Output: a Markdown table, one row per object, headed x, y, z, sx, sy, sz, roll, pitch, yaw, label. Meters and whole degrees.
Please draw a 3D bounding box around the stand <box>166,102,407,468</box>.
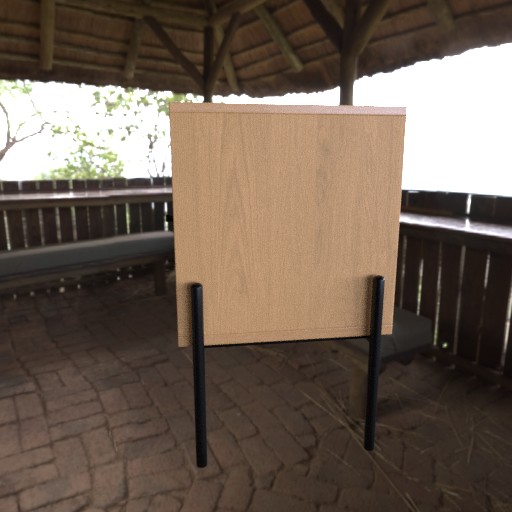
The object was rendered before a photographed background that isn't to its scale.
| x | y | z | sx | sy | sz | roll | pitch | yaw | label |
| --- | --- | --- | --- | --- | --- | --- | --- | --- | --- |
| 0.000 | 0.000 | 1.021 | 0.400 | 0.600 | 0.630 | -2 | 12 | -8 | stand |
